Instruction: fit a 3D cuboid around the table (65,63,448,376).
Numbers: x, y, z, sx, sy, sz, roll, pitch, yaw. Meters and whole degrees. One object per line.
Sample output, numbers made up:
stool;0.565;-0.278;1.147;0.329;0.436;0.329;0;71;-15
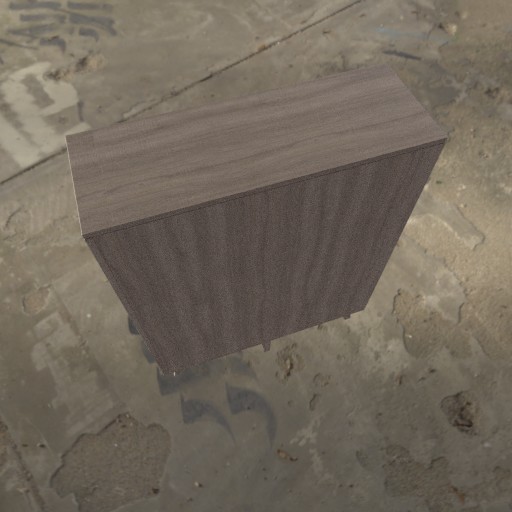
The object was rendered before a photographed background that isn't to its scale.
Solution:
table;0.000;0.000;1.953;1.111;1.388;0.398;-16;60;-10
